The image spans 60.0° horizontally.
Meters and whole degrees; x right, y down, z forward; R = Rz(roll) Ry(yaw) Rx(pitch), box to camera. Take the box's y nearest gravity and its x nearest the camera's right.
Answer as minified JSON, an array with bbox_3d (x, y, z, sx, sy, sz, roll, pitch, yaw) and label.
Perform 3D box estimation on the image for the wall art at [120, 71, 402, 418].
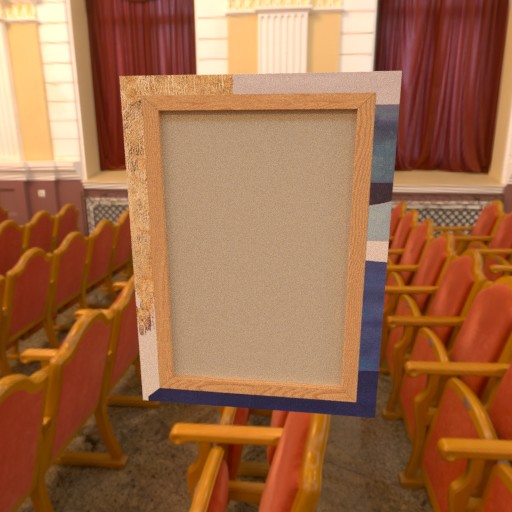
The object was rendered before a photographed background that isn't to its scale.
[{"bbox_3d":[0.000,0.000,0.803,0.458,0.613,0.026,2,15,7],"label":"wall art"}]
